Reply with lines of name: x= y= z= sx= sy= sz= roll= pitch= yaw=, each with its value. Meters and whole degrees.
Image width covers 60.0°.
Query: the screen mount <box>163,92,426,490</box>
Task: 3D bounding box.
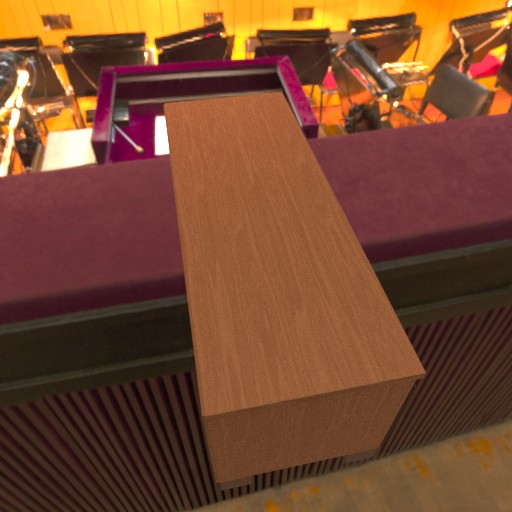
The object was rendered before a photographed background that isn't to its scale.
screen mount: x=0.000 y=0.000 z=1.291 sx=0.406 sy=0.432 sz=1.084 roll=-9 pitch=48 yaw=-8
